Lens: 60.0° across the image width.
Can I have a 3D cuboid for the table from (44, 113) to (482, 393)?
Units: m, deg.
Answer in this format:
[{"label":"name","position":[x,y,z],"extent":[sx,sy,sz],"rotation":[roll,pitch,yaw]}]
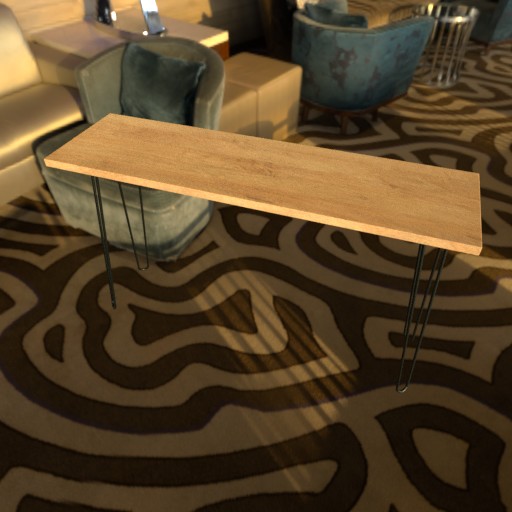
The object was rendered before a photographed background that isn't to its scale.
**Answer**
[{"label":"table","position":[0.000,0.000,1.741],"extent":[1.400,0.799,0.399],"rotation":[13,43,15]}]
